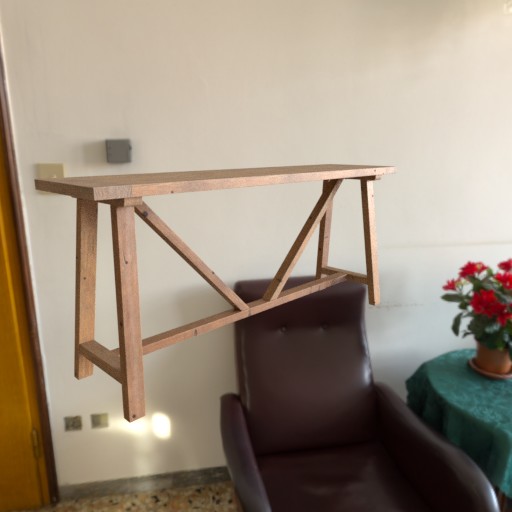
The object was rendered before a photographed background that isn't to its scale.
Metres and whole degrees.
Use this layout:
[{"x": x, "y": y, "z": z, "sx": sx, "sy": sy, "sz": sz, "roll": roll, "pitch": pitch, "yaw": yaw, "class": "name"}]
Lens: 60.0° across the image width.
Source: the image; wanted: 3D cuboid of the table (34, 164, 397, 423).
[{"x": 0.000, "y": 0.000, "z": 2.156, "sx": 0.465, "sy": 0.810, "sz": 1.800, "roll": 14, "pitch": 20, "yaw": 43, "class": "table"}]
